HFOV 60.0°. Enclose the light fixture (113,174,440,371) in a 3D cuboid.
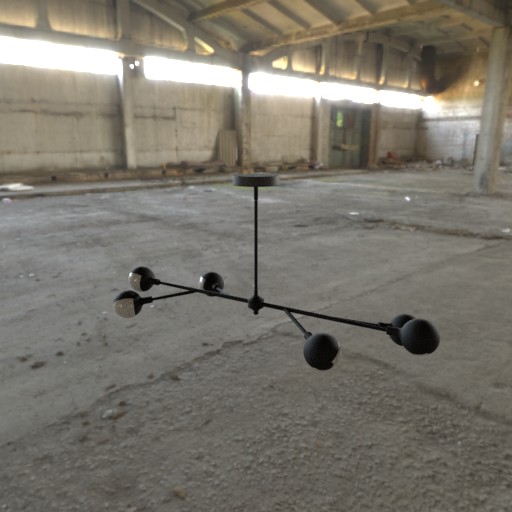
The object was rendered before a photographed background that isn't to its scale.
[{"bbox_3d":[0.000,0.000,1.007,0.434,0.362,0.778,-13,19,-41],"label":"light fixture"}]
